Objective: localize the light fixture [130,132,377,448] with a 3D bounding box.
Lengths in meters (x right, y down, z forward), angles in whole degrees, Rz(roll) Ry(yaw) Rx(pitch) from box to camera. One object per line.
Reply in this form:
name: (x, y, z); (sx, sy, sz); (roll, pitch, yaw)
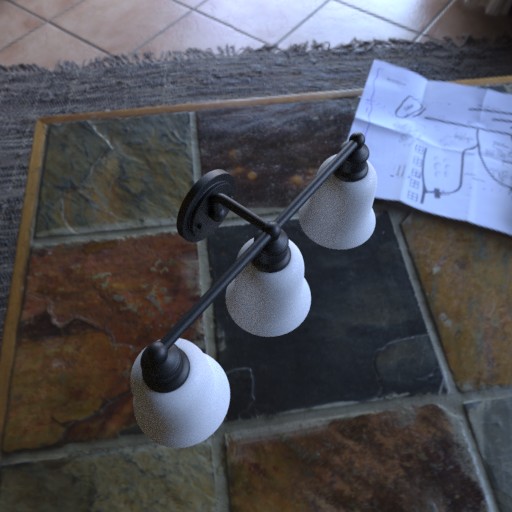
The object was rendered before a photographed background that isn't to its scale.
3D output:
light fixture: (0.000, 0.000, 0.672); (0.198, 0.211, 0.570); (34, 65, 19)
